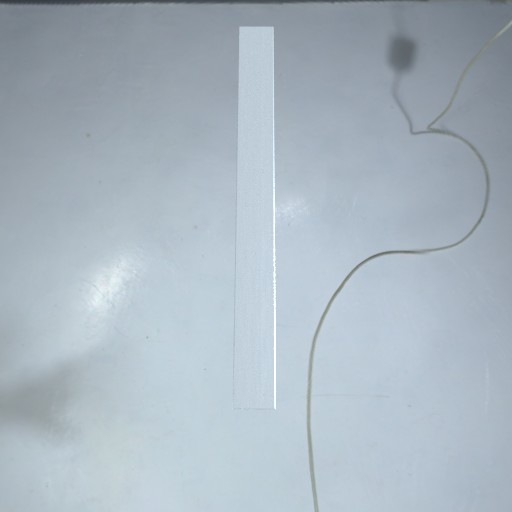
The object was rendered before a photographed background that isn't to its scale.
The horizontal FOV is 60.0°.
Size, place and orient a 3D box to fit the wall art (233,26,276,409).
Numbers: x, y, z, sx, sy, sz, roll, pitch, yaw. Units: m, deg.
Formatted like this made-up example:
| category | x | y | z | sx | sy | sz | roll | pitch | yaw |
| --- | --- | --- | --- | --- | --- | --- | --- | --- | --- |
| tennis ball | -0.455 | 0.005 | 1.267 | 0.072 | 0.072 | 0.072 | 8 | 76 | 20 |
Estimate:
| category | x | y | z | sx | sy | sz | roll | pitch | yaw |
| --- | --- | --- | --- | --- | --- | --- | --- | --- | --- |
| wall art | 0.000 | 0.000 | 0.523 | 0.030 | 0.379 | 0.308 | 0 | 76 | 0 |
